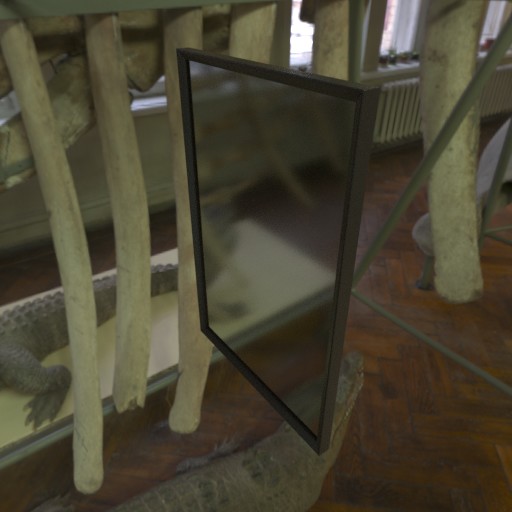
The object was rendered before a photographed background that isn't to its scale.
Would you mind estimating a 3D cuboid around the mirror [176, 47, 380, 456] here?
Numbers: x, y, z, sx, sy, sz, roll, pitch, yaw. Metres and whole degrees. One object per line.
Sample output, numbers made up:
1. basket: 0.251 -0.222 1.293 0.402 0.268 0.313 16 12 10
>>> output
1. mirror: 0.000 0.000 1.136 0.041 0.915 0.609 -21 38 -30
